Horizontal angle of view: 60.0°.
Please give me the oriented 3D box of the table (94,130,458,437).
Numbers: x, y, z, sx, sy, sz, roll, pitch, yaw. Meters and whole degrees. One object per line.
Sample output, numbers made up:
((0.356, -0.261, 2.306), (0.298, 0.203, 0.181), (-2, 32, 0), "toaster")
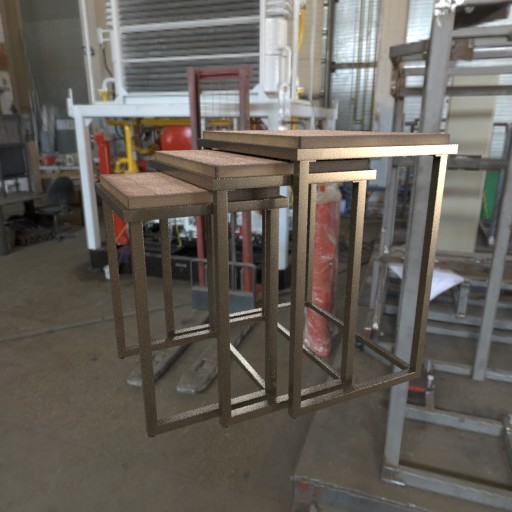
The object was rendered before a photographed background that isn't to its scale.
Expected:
((0.000, 0.000, 1.138), (0.706, 0.610, 0.559), (-8, 19, -25), "table")
